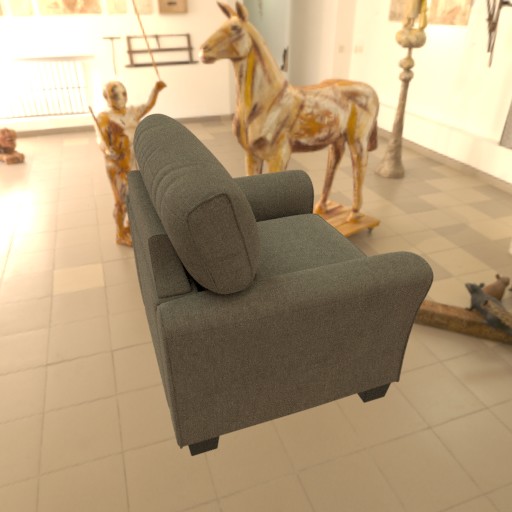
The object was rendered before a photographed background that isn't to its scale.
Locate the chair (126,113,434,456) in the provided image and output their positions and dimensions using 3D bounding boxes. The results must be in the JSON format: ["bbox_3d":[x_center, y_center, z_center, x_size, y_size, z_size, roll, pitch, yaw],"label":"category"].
[{"bbox_3d":[0.000,0.000,1.616,0.816,0.890,0.941,-10,32,-17],"label":"chair"}]
